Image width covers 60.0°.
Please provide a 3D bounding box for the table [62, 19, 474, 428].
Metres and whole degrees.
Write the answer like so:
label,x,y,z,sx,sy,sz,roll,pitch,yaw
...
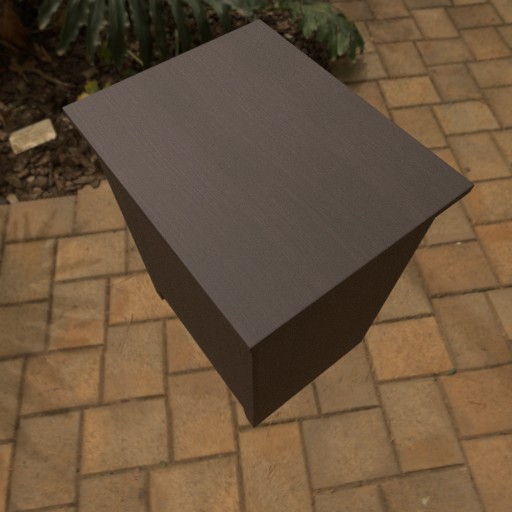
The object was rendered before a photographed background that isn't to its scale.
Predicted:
label,x,y,z,sx,sy,sz,roll,pitch,yaw
table,0.000,0.000,0.912,0.381,0.635,0.480,-33,65,-18
